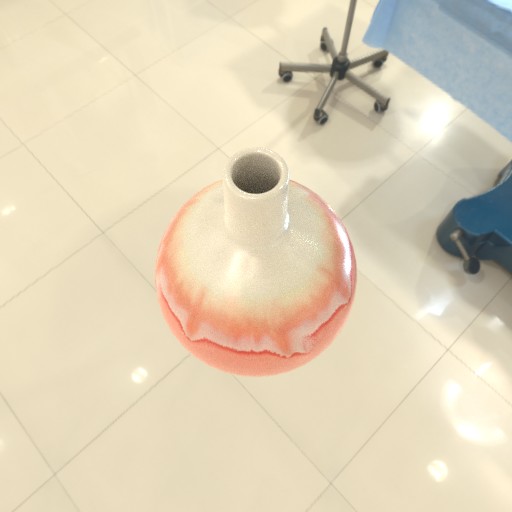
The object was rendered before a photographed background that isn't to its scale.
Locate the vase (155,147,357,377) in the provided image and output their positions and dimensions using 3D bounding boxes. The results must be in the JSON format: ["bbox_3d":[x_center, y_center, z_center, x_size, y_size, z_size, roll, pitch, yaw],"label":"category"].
[{"bbox_3d":[0.000,0.000,0.280,0.137,0.176,0.137,0,64,0],"label":"vase"}]
